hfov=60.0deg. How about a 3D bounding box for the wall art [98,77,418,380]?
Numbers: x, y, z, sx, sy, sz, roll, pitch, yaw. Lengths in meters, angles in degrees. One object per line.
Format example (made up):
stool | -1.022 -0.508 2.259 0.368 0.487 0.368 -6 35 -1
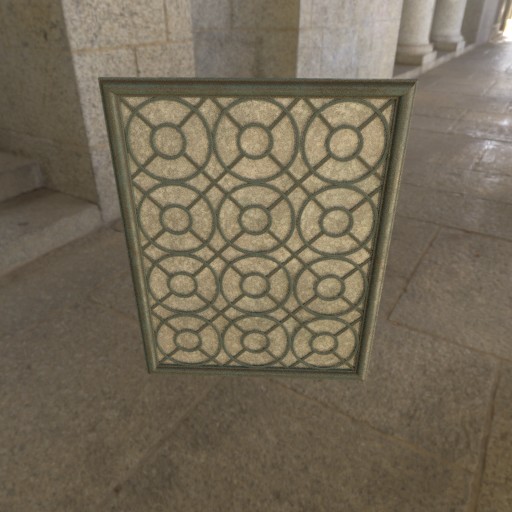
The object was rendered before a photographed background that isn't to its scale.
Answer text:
wall art | 0.000 0.000 1.309 0.767 0.983 0.030 1 30 2
